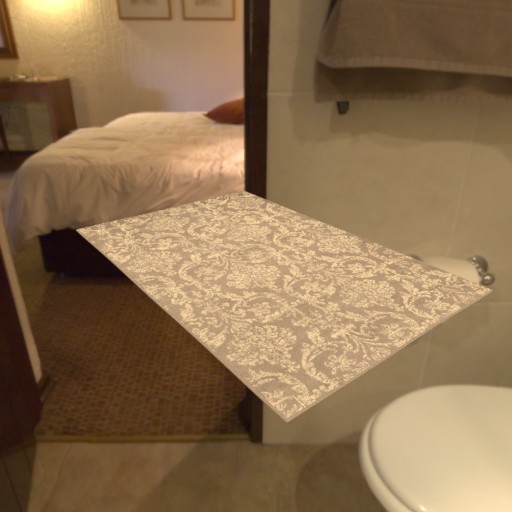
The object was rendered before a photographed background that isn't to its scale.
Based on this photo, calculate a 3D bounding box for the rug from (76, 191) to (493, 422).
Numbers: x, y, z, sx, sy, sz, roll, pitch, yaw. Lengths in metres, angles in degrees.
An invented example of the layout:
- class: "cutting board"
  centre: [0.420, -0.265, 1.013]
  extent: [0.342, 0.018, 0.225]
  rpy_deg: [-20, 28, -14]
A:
- class: "rug"
  centre: [0.000, 0.000, 3.384]
  extent: [1.819, 0.018, 2.746]
  rpy_deg: [-19, 32, -34]
